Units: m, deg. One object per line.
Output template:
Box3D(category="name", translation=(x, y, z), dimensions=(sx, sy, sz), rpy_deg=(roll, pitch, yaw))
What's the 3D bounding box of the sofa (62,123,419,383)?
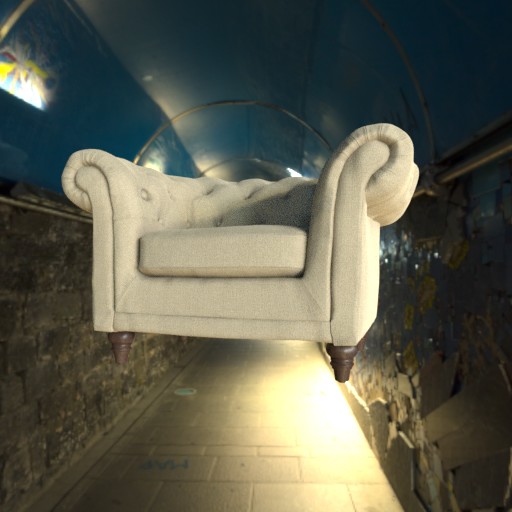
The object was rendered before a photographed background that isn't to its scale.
Box3D(category="sofa", translation=(0.000, 0.000, 2.041), dimensions=(1.405, 0.878, 1.034), rpy_deg=(0, -1, 18))
